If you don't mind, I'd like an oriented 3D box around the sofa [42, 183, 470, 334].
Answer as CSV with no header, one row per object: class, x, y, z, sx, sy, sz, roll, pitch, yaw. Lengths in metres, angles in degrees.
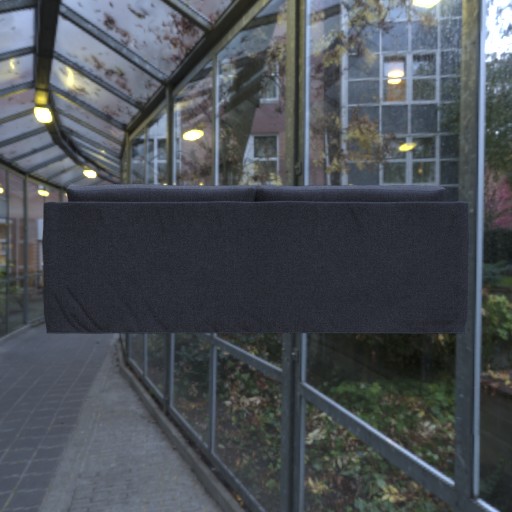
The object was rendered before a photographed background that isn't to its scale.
sofa,0.000,0.000,3.345,2.779,0.998,1.036,0,0,0
